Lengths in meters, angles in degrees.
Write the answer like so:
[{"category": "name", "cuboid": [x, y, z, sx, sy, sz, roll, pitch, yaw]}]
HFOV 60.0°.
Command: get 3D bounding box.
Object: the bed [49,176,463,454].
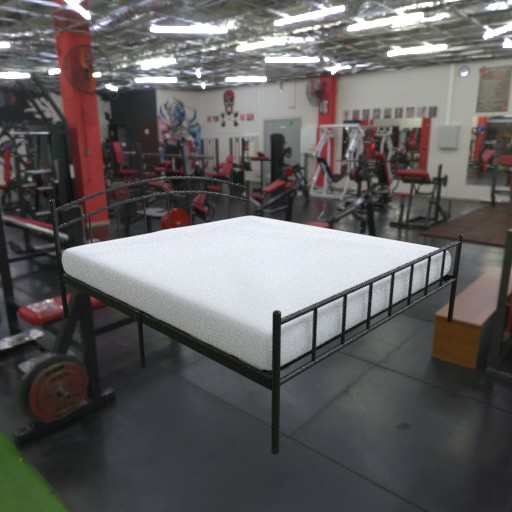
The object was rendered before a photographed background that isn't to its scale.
[{"category": "bed", "cuboid": [0.000, 0.000, 3.031, 2.040, 0.940, 1.880, 14, 21, 42]}]
